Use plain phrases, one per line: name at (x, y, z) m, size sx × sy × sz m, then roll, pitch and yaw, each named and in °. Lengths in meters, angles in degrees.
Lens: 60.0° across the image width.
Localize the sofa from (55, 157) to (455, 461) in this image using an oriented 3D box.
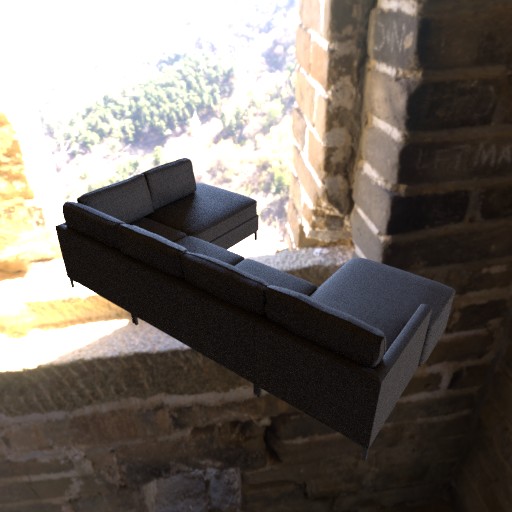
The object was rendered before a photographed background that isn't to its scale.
sofa at (0.000, 0.000, 4.229) m, size 3.423 × 0.999 × 2.048 m, roll 21°, pitch 37°, yaw 31°
